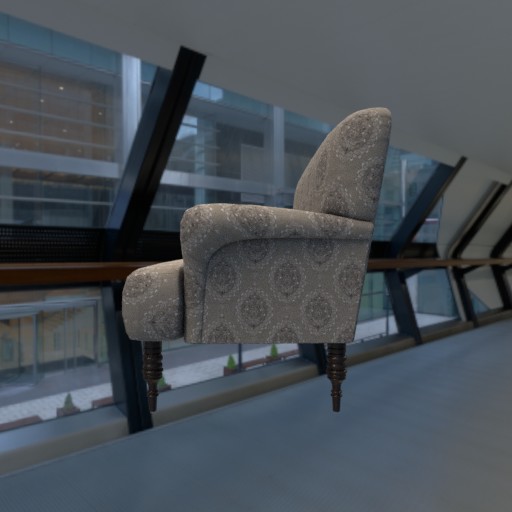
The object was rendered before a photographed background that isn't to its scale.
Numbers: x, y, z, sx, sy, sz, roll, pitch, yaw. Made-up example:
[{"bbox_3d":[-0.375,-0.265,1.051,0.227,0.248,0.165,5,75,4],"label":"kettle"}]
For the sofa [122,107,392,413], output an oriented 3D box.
[{"bbox_3d":[0.000,0.000,1.828,0.779,0.889,1.297,0,1,0],"label":"sofa"}]
